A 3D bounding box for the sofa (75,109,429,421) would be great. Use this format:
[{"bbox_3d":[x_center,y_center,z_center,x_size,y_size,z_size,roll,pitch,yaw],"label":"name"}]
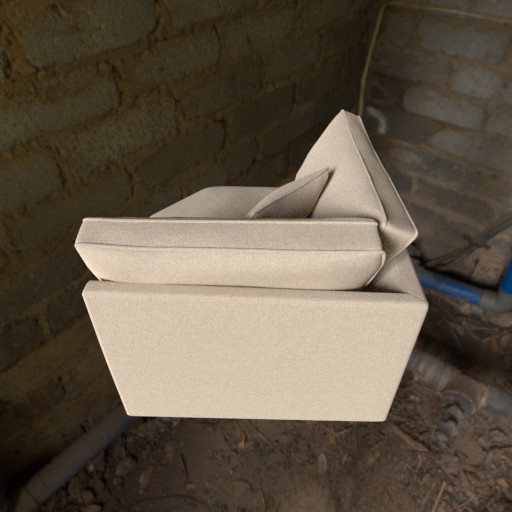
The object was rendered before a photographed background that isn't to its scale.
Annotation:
[{"bbox_3d":[0.000,0.000,1.874,1.042,0.937,1.050,1,42,1],"label":"sofa"}]
